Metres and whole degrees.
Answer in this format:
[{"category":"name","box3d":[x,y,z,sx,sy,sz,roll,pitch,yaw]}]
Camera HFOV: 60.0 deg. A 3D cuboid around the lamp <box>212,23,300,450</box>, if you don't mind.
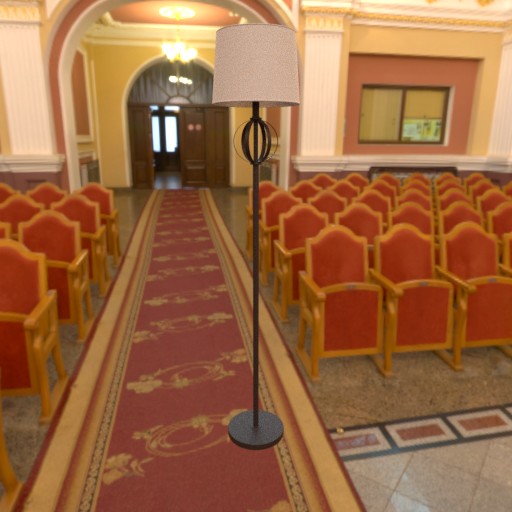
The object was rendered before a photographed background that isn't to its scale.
[{"category":"lamp","box3d":[0.000,0.000,1.594,0.286,1.462,0.286,-2,15,-9]}]
